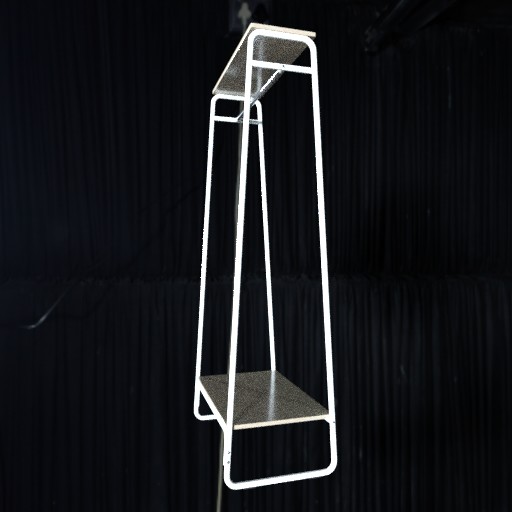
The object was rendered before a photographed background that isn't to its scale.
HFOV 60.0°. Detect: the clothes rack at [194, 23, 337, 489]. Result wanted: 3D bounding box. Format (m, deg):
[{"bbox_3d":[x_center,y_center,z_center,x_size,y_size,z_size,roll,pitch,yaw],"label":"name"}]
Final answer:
[{"bbox_3d":[0.000,0.000,1.774,0.400,1.512,0.640,0,1,-17],"label":"clothes rack"}]
